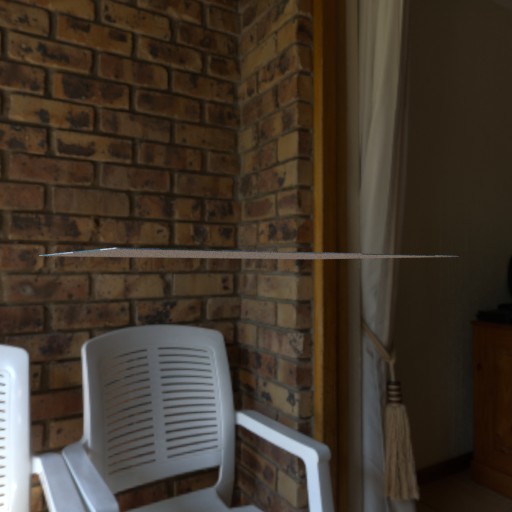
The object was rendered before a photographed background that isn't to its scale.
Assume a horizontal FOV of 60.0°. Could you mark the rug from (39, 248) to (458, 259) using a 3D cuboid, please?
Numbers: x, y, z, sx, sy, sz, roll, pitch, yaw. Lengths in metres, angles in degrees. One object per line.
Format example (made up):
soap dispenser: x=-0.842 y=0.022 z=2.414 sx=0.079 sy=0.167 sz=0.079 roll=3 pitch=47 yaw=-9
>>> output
rug: x=0.000 y=0.000 z=3.008 sx=2.420 sy=0.005 sz=1.528 roll=1 pitch=-2 yaw=-36
